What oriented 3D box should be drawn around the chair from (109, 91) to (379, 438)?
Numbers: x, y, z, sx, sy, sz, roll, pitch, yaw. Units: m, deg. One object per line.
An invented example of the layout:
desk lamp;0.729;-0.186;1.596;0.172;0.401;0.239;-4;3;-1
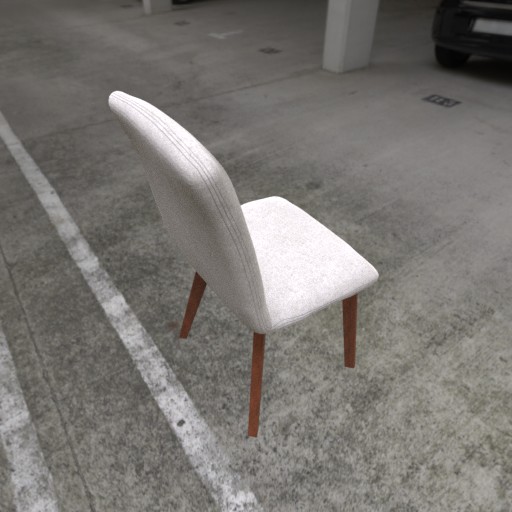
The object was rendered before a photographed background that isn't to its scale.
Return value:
chair;0.000;0.000;1.314;0.563;0.974;0.522;-24;46;-25
